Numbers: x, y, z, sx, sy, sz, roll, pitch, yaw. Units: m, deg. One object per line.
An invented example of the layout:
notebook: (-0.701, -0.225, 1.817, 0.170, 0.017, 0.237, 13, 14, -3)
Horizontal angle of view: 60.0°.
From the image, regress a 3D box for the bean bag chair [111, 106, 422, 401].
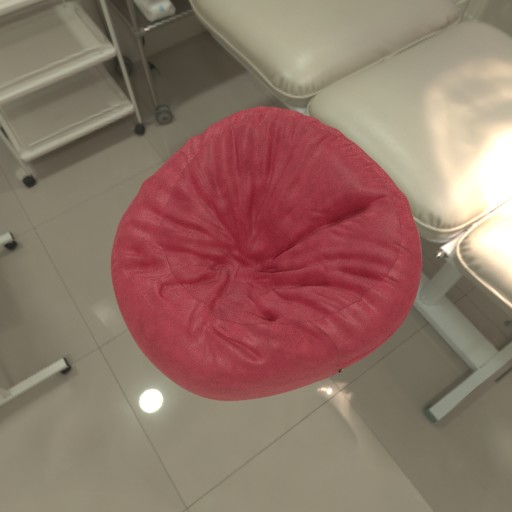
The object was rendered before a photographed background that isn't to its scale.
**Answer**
bean bag chair: (0.000, 0.000, 2.400, 1.524, 0.878, 1.524, -32, 67, -16)
